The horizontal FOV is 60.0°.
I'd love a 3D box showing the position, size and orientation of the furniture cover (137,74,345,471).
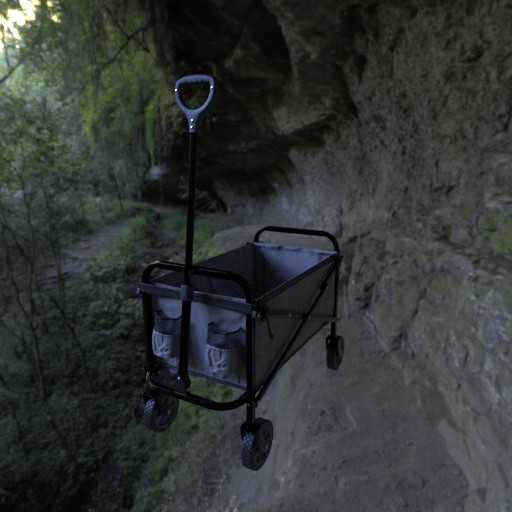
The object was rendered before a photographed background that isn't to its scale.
[{"bbox_3d":[0.000,0.000,1.814,0.532,1.295,1.038,7,16,28],"label":"furniture cover"}]
